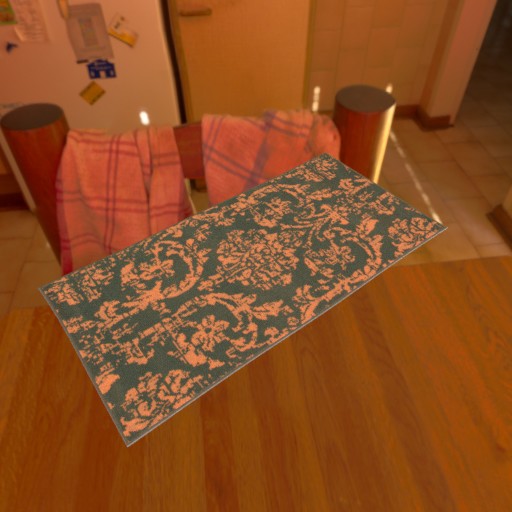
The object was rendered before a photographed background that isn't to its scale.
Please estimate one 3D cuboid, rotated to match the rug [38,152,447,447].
[{"bbox_3d":[0.000,0.000,1.445,1.219,0.007,0.604,-29,52,-25],"label":"rug"}]
